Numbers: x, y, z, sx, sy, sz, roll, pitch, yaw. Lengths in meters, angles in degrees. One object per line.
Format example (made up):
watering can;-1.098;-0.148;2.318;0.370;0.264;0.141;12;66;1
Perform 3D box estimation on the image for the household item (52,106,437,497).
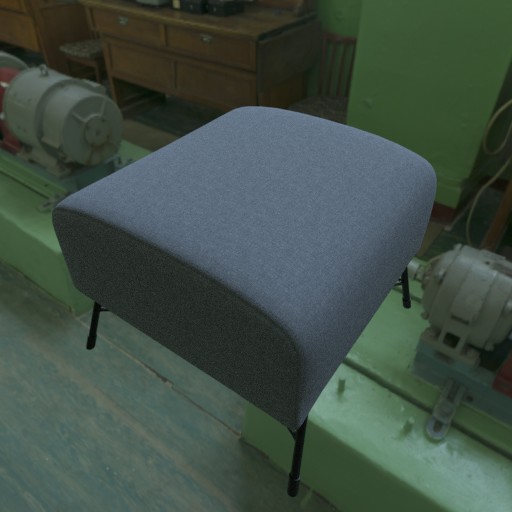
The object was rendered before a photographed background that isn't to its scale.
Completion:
household item;0.000;0.000;0.869;0.530;0.410;0.530;25;46;26
